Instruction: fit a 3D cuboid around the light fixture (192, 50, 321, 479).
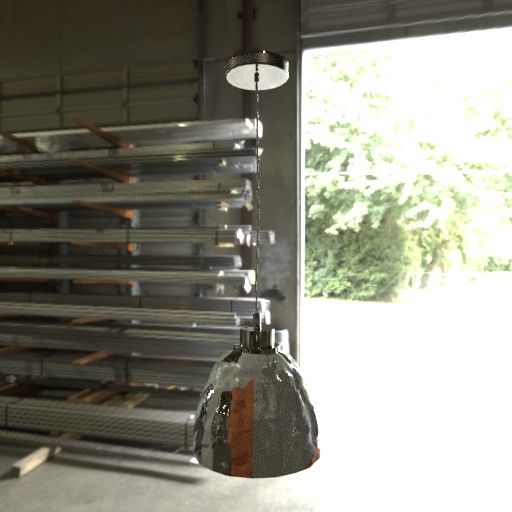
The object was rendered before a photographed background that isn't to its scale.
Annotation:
[{"bbox_3d":[0.000,0.000,1.746,0.500,1.511,0.496,0,-1,0],"label":"light fixture"}]
